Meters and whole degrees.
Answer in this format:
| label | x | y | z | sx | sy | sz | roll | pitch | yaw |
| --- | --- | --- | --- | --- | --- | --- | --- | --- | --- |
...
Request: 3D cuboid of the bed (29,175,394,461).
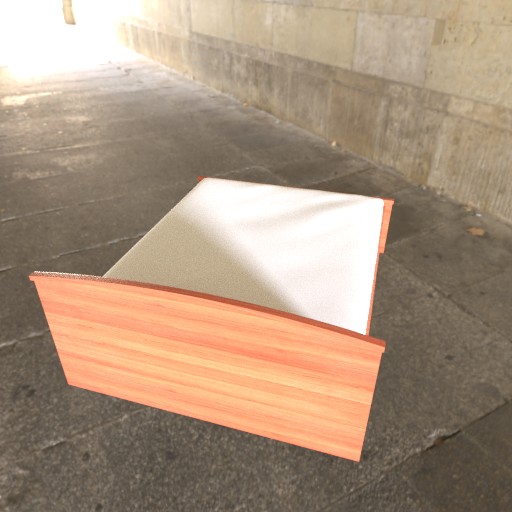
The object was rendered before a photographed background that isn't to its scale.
| label | x | y | z | sx | sy | sz | roll | pitch | yaw |
| --- | --- | --- | --- | --- | --- | --- | --- | --- | --- |
| bed | 0.000 | 0.000 | 2.967 | 1.683 | 0.848 | 2.053 | 9 | 34 | 14 |
